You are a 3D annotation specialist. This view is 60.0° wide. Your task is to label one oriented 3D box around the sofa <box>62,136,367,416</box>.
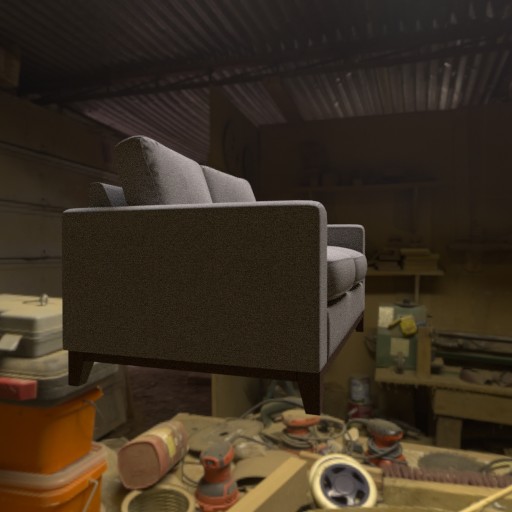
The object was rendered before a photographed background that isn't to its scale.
[{"bbox_3d":[0.000,0.000,2.021,0.917,0.873,1.420,0,1,19],"label":"sofa"}]
